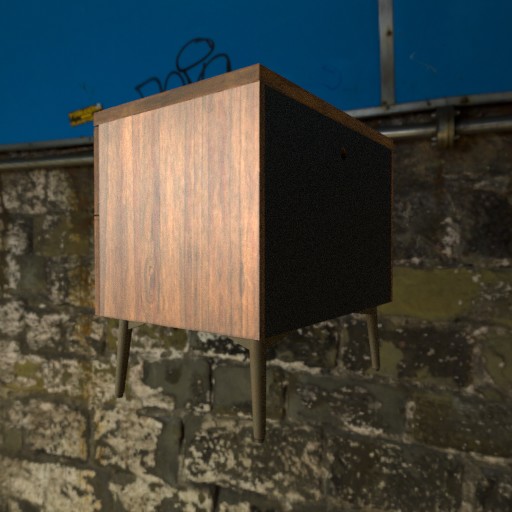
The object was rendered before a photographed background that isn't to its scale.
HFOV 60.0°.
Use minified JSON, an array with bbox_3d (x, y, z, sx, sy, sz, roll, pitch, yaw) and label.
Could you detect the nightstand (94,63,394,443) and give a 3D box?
[{"bbox_3d":[0.000,0.000,1.070,0.458,0.610,0.610,1,1,36],"label":"nightstand"}]
